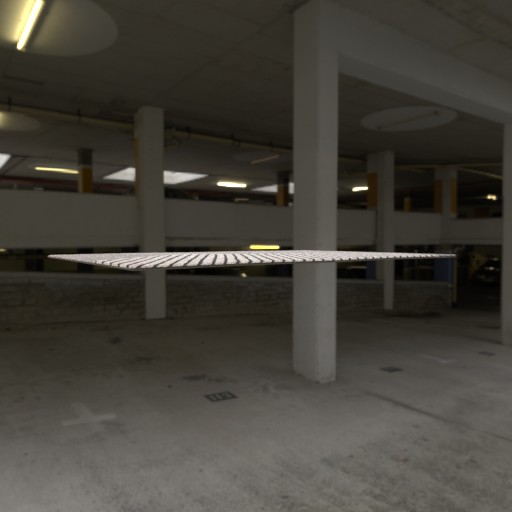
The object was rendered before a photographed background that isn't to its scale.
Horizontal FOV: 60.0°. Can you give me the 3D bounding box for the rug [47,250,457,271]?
[{"bbox_3d":[0.000,0.000,2.389,1.842,0.019,1.237,-2,3,-36],"label":"rug"}]
